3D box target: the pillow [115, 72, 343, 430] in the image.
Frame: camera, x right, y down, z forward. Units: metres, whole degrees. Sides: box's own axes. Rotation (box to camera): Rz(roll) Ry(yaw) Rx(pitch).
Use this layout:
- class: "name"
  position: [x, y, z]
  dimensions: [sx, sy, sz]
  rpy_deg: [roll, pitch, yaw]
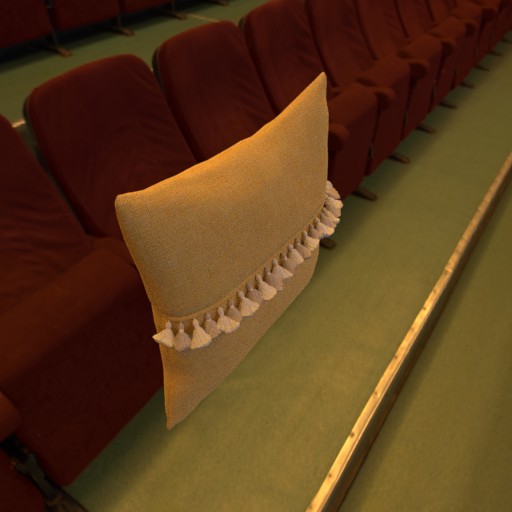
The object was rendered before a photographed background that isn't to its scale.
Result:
- class: "pillow"
  position: [0.000, 0.000, 0.754]
  dimensions: [0.167, 0.481, 0.485]
  rpy_deg: [25, 47, 25]
